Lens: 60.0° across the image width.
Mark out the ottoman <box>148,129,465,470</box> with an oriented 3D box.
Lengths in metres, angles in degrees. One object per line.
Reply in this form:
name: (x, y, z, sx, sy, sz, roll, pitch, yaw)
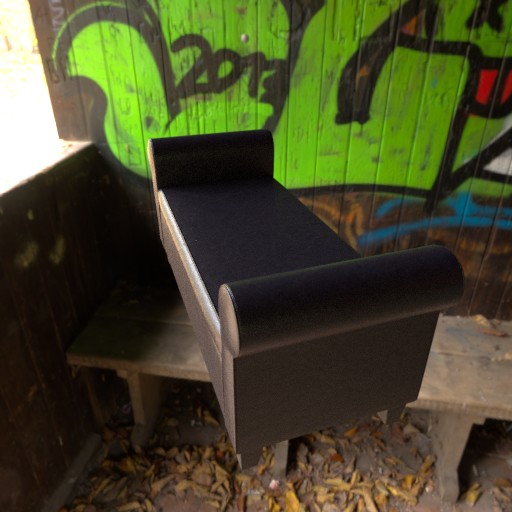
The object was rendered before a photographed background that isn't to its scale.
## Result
ottoman: (0.000, 0.000, 1.484, 0.521, 0.547, 1.256, -10, 31, -17)
